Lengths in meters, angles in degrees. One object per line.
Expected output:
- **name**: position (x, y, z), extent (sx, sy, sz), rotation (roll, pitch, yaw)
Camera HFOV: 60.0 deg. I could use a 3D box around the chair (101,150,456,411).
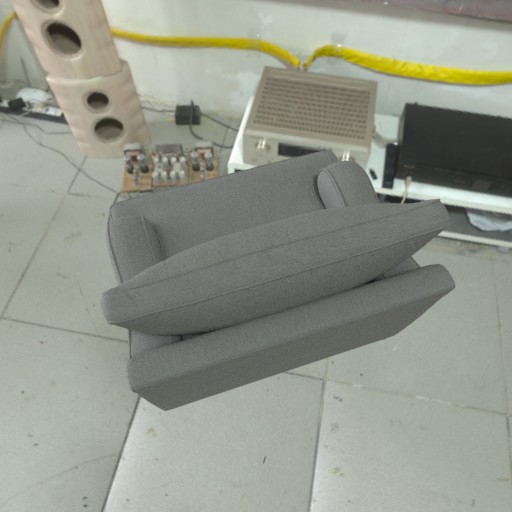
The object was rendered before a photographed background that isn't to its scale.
- **chair**: position (0.000, 0.000, 1.998), extent (1.220, 1.016, 1.041), rotation (-16, 60, -9)
